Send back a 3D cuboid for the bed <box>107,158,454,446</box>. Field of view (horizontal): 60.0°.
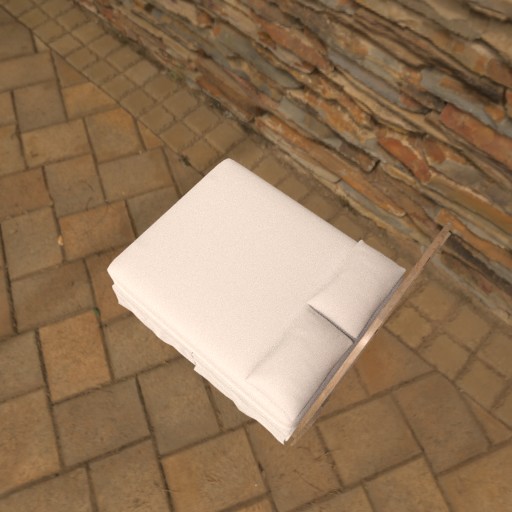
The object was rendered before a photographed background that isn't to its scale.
[{"bbox_3d":[0.000,0.000,3.418,2.112,2.002,1.713,36,68,17],"label":"bed"}]
